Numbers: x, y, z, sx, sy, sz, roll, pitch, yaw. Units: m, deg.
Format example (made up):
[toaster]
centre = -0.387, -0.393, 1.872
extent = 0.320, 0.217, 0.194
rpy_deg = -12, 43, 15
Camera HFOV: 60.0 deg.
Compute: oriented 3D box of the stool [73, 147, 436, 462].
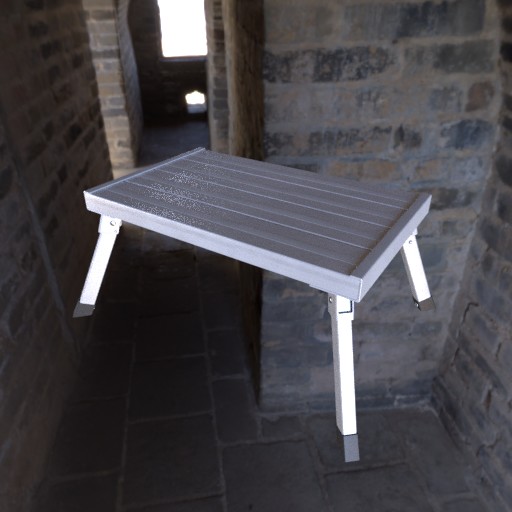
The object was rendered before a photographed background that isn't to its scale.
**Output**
[stool]
centre = 0.000, 0.000, 0.735
extent = 0.535, 0.225, 0.385
rpy_deg = 18, 35, 28
